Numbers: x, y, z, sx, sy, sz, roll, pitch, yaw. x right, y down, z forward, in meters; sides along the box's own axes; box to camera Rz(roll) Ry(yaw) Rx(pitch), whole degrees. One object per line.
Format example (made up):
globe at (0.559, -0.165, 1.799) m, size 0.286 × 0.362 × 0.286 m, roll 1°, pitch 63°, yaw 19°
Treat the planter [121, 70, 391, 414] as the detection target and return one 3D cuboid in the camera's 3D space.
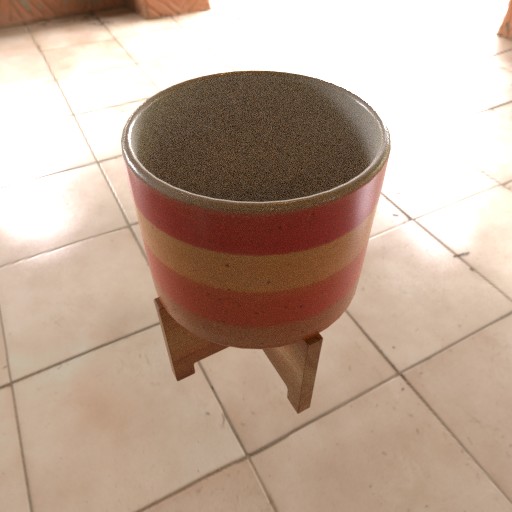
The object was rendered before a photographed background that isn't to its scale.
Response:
planter at (0.000, 0.000, 0.411) m, size 0.199 × 0.268 × 0.199 m, roll 0°, pitch 45°, yaw 0°
